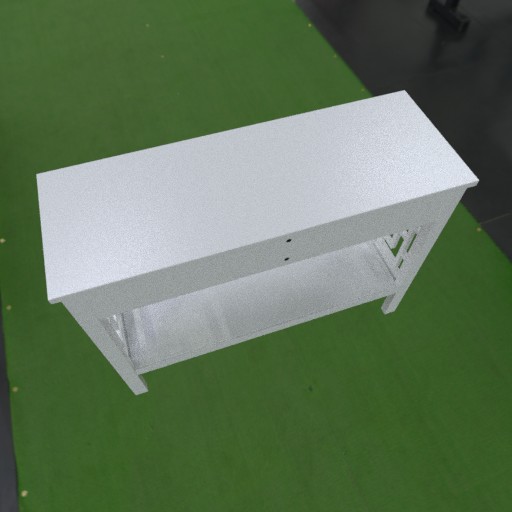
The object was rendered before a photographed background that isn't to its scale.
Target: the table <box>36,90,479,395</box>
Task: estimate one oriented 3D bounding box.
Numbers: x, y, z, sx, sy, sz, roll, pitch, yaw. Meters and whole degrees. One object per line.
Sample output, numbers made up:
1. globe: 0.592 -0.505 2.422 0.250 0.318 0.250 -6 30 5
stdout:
1. table: 0.000 0.000 1.453 1.068 0.753 0.397 -16 58 -10
